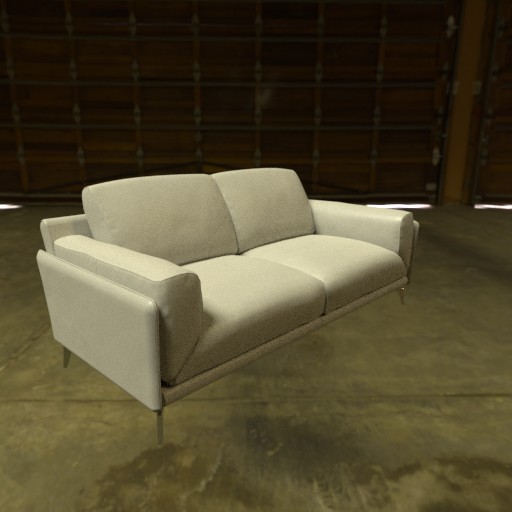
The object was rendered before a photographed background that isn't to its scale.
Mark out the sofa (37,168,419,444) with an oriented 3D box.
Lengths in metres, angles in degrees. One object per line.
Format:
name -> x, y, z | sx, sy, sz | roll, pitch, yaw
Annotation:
sofa -> 0.000, 0.000, 2.595 | 1.049, 0.930, 2.101 | 14, 20, 42
